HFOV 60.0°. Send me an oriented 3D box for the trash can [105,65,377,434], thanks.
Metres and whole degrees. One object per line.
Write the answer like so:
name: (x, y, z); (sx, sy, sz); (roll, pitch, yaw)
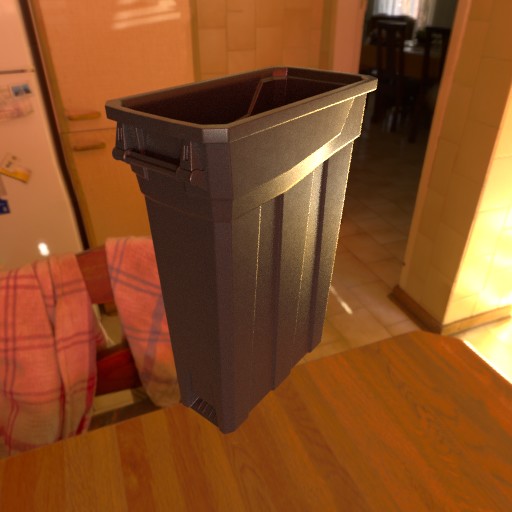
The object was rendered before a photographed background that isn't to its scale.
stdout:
trash can: (0.000, 0.000, 1.058); (0.281, 0.762, 0.559); (22, 38, 32)
